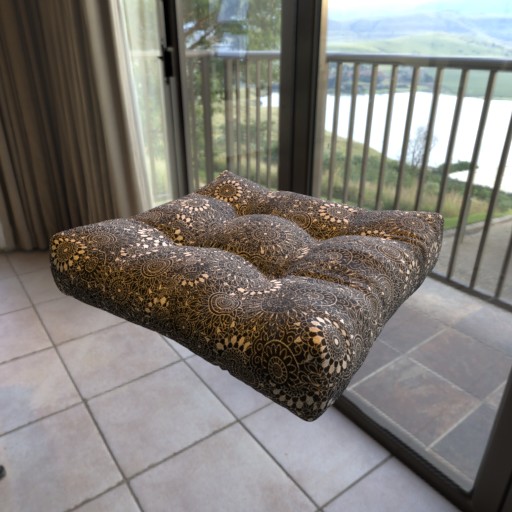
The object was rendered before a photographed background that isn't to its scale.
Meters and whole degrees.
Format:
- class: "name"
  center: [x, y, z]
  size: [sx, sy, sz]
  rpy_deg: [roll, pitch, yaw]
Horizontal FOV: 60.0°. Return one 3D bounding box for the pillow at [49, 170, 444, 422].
- class: "pillow"
  center: [0.000, 0.000, 0.733]
  size: [0.490, 0.128, 0.468]
  rpy_deg: [17, 31, 31]
